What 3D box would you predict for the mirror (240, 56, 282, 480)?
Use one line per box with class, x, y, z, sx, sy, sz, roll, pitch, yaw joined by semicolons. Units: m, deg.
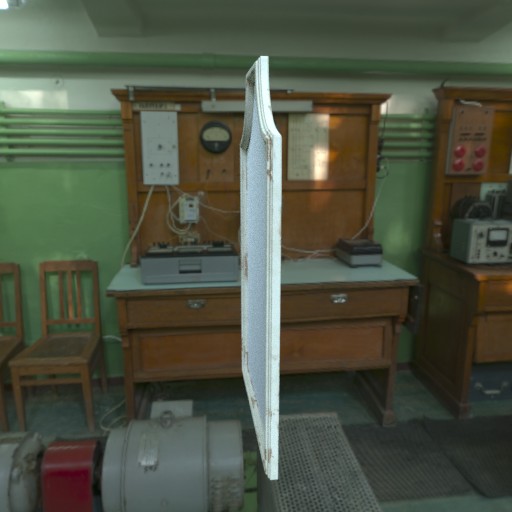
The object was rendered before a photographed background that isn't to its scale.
mirror;0.000;0.000;0.890;0.022;0.717;0.403;-2;13;-8
